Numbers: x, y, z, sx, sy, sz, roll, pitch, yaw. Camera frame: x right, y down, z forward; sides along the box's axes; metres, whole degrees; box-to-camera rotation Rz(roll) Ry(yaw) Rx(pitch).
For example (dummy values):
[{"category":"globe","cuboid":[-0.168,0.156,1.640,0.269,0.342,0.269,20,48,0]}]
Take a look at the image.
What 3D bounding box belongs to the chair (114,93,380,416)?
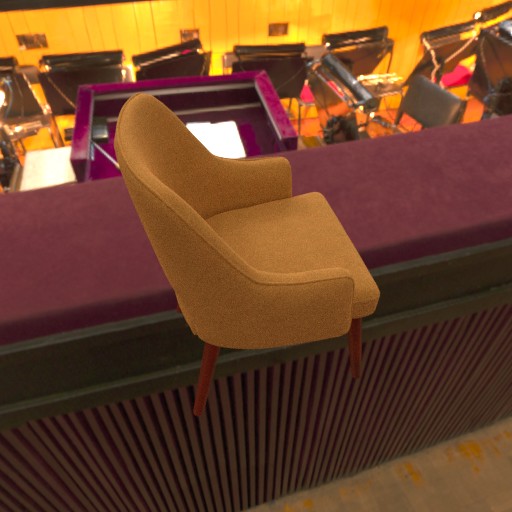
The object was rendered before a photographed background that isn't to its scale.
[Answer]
[{"category":"chair","cuboid":[0.000,0.000,1.247,0.605,0.849,0.548,-10,46,-10]}]
